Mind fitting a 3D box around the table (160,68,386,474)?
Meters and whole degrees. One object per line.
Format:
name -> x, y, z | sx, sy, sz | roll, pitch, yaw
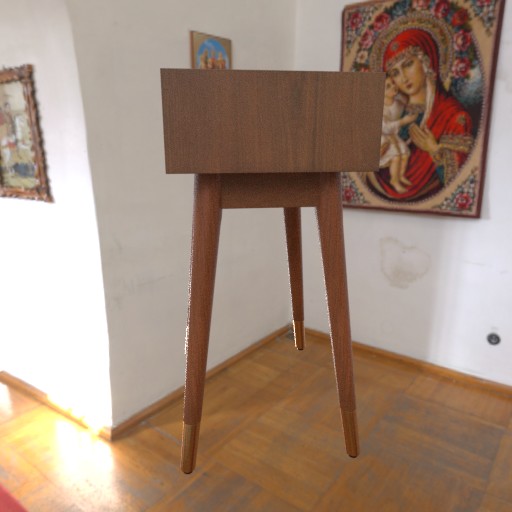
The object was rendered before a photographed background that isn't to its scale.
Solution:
table -> 0.000, 0.000, 0.830 | 0.300, 0.599, 0.406 | -2, 16, -7
